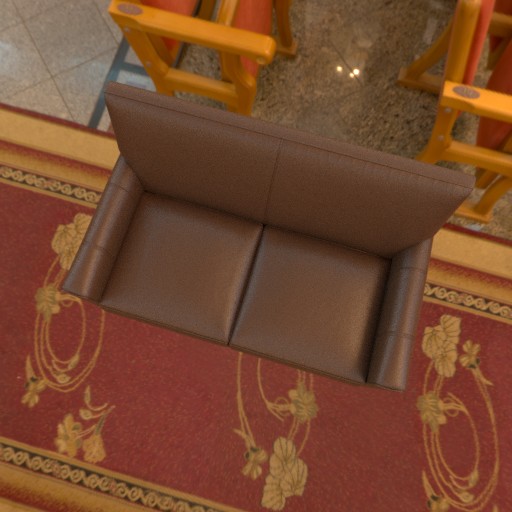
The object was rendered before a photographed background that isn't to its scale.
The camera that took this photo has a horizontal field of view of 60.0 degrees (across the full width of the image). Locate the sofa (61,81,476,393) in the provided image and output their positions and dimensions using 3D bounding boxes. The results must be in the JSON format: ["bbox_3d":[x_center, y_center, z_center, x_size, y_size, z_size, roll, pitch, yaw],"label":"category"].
[{"bbox_3d":[0.000,0.000,2.011,1.468,0.859,0.853,16,76,4],"label":"sofa"}]
